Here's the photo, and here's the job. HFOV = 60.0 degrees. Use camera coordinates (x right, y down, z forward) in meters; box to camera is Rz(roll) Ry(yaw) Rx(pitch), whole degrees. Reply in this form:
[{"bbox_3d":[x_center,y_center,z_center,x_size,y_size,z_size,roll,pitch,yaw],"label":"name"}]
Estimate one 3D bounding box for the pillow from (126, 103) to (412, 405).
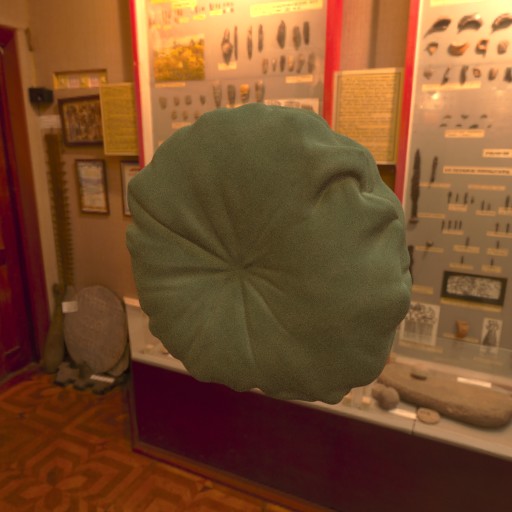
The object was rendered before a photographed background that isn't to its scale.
[{"bbox_3d":[0.000,0.000,0.624,0.428,0.407,0.148,8,17,26],"label":"pillow"}]
